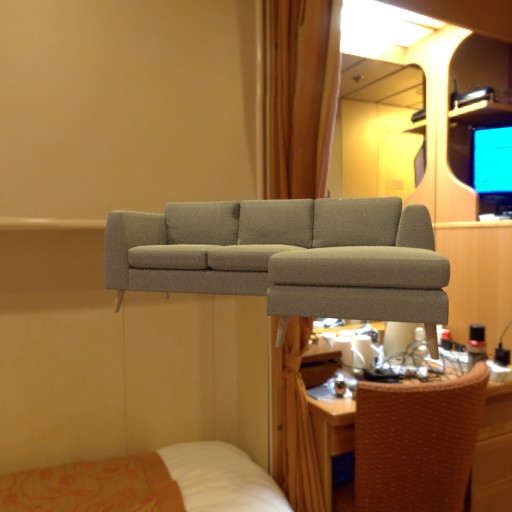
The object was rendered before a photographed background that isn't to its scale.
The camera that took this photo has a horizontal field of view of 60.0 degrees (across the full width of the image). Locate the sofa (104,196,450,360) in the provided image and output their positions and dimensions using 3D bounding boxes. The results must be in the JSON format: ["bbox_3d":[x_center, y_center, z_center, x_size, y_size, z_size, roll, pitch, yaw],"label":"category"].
[{"bbox_3d":[0.000,0.000,3.030,2.300,0.860,1.580,1,2,17],"label":"sofa"}]
